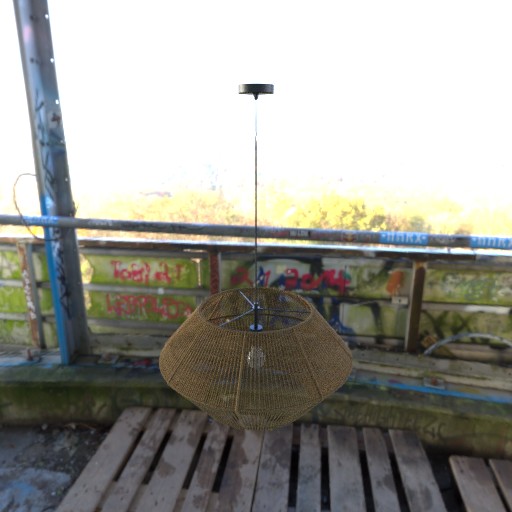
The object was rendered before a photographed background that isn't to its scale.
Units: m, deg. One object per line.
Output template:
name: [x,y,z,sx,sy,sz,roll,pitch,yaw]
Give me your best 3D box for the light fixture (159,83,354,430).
light fixture: [0.000,0.000,1.394,0.643,1.009,0.643,0,17,0]
